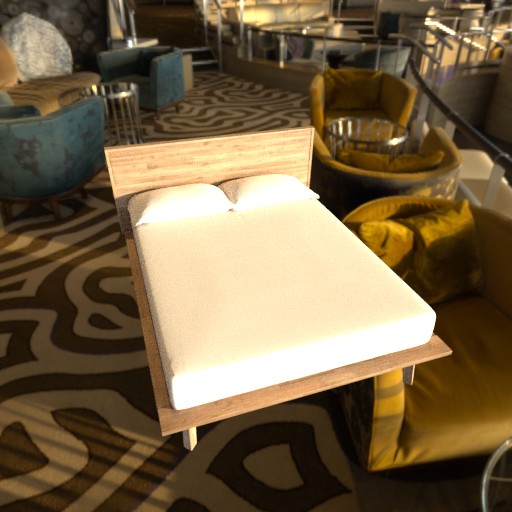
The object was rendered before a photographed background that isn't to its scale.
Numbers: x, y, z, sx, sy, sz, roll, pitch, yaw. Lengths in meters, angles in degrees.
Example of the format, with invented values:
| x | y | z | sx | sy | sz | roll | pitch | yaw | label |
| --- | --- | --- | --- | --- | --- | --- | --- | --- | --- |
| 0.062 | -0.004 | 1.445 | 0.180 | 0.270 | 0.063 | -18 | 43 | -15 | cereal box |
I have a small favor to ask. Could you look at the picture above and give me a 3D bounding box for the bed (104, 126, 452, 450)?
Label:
| x | y | z | sx | sy | sz | roll | pitch | yaw | label |
| --- | --- | --- | --- | --- | --- | --- | --- | --- | --- |
| 0.000 | 0.000 | 3.111 | 1.759 | 1.071 | 2.145 | -10 | 34 | -16 | bed |
